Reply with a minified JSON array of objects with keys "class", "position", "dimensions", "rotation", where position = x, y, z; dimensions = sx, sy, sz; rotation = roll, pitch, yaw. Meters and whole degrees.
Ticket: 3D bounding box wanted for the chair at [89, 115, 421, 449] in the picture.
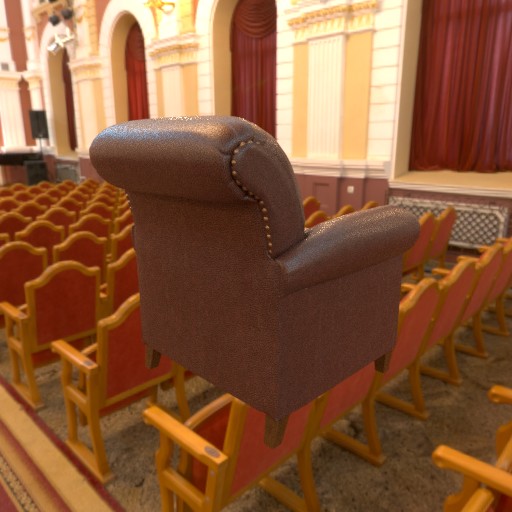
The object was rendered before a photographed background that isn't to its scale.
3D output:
[{"class":"chair","position":[0.000,0.000,1.582],"dimensions":[0.890,0.927,0.854],"rotation":[-14,20,-43]}]
